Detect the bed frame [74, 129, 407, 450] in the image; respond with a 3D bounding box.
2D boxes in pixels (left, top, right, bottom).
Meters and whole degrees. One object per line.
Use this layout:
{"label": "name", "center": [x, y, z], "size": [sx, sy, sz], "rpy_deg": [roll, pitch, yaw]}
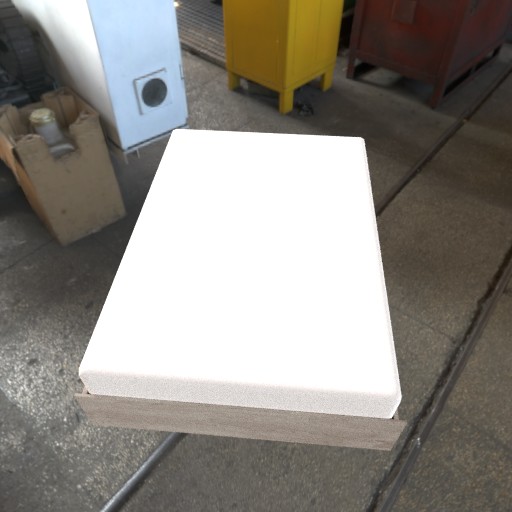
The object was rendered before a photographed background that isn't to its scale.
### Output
{"label": "bed frame", "center": [0.000, 0.000, 2.623], "size": [1.445, 0.497, 1.945], "rpy_deg": [4, 47, 3]}
